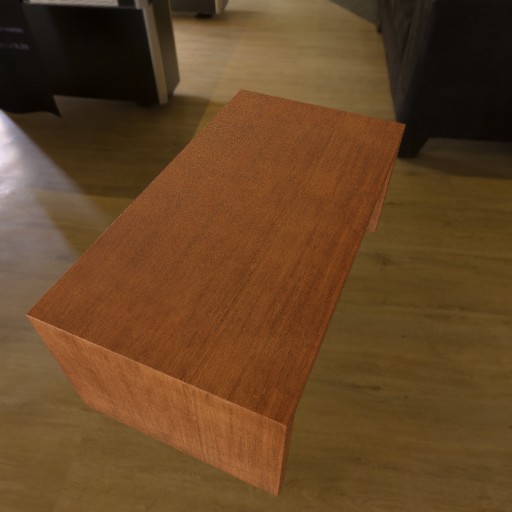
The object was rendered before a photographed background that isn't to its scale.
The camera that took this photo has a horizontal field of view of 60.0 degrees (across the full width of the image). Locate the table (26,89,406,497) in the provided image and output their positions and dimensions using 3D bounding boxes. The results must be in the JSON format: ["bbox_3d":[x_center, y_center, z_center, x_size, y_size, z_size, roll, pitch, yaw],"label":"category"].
[{"bbox_3d":[0.000,0.000,1.257,0.549,0.419,1.000,18,50,16],"label":"table"}]
